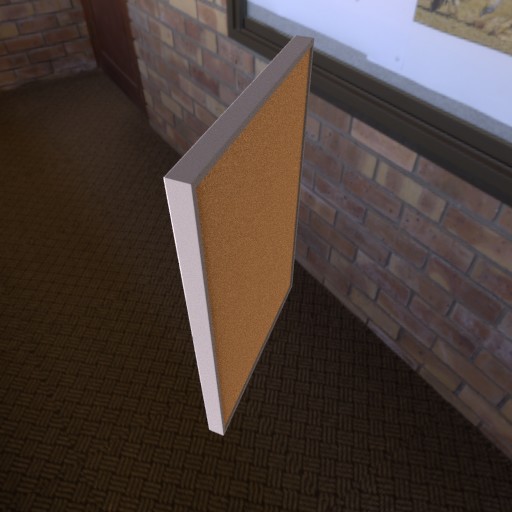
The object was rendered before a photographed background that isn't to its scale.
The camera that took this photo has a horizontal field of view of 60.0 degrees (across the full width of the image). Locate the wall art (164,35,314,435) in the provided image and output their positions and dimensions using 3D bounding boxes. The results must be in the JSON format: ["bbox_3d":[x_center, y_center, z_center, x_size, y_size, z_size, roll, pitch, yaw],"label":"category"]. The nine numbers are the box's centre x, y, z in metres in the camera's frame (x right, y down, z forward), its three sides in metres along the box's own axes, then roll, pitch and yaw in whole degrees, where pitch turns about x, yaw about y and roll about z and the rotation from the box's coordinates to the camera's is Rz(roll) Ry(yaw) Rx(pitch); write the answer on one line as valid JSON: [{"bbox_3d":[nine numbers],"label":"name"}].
[{"bbox_3d":[0.000,0.000,0.977,0.039,0.753,0.511,16,48,15],"label":"wall art"}]
